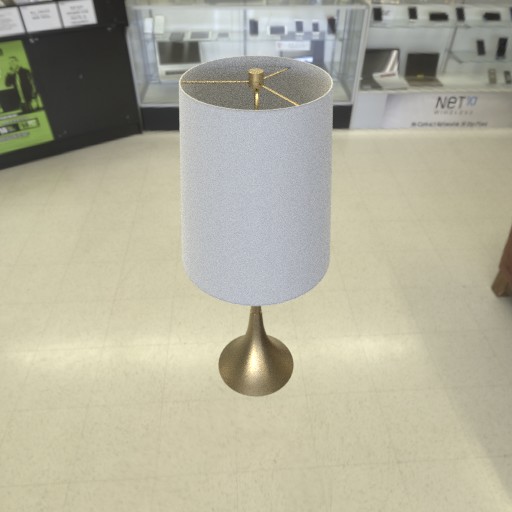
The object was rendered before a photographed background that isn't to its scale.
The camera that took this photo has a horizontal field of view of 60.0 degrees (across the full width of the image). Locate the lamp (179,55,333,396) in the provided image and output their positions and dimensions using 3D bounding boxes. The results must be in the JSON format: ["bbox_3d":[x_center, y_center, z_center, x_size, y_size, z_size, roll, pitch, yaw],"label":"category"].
[{"bbox_3d":[0.000,0.000,0.702,0.231,0.569,0.231,0,41,0],"label":"lamp"}]
